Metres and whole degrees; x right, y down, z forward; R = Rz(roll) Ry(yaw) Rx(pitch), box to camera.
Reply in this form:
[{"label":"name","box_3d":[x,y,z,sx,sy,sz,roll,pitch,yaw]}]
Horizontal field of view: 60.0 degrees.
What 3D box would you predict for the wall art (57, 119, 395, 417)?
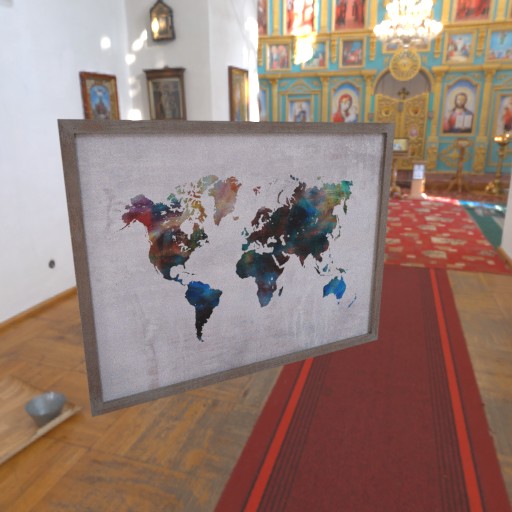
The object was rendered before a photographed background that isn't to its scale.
[{"label":"wall art","box_3d":[0.000,0.000,1.332,1.012,0.774,0.019,-8,18,-26]}]
